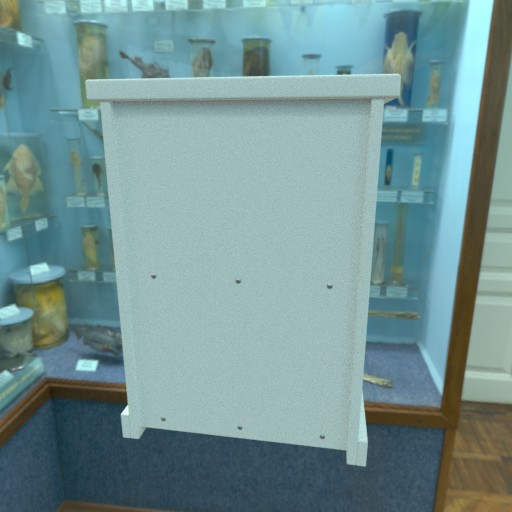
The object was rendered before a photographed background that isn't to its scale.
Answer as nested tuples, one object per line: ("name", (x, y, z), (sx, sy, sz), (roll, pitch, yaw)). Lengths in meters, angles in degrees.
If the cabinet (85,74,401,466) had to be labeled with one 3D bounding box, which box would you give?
("cabinet", (0.000, 0.000, 1.017), (0.520, 0.723, 0.431), (3, 16, 9))
